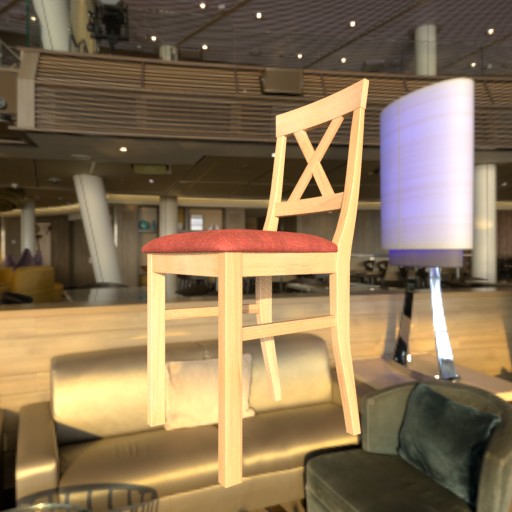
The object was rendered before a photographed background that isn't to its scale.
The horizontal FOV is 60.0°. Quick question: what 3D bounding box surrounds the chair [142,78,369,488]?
[{"bbox_3d":[0.000,0.000,1.161,0.492,0.912,0.439,0,0,-35],"label":"chair"}]
